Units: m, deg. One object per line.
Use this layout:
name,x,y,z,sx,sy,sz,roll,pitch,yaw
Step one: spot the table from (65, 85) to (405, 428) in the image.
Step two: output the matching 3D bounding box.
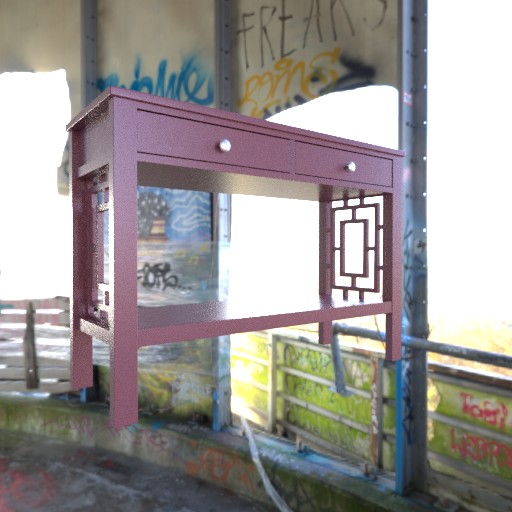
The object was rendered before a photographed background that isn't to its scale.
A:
table,0.000,0.000,1.434,1.068,0.753,0.397,-1,1,-37
